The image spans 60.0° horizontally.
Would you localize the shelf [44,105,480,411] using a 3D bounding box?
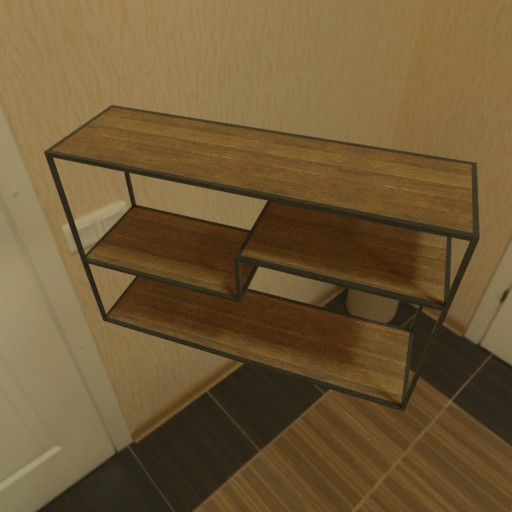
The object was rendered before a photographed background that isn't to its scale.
[{"bbox_3d":[0.000,0.000,1.533,1.201,0.765,0.361,13,43,14],"label":"shelf"}]
